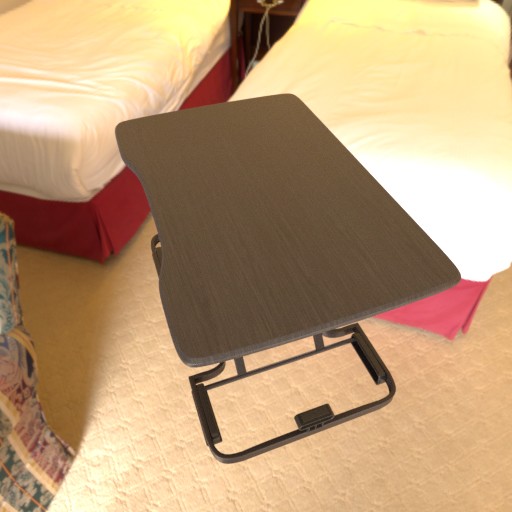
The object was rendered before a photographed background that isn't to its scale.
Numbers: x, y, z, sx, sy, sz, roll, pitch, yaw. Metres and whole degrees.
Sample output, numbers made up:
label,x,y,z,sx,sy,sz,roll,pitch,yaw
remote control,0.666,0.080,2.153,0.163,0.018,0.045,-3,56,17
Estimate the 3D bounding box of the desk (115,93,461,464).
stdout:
label,x,y,z,sx,sy,sz,roll,pitch,yaw
desk,0.000,0.000,1.180,0.546,0.470,0.820,-15,47,-14
